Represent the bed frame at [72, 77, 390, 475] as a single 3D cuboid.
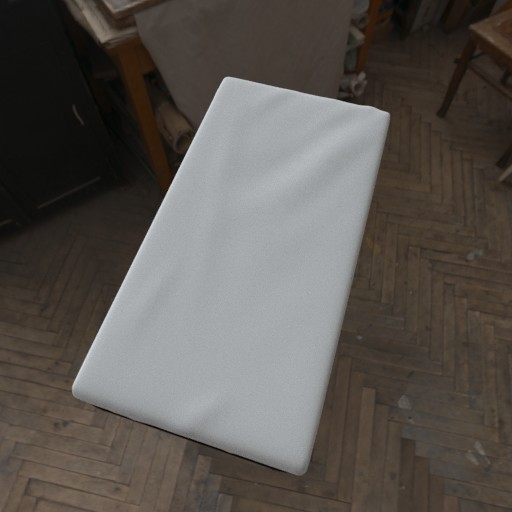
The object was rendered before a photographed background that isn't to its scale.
[{"bbox_3d":[0.000,0.000,2.338,0.989,0.619,1.903,16,64,8],"label":"bed frame"}]
